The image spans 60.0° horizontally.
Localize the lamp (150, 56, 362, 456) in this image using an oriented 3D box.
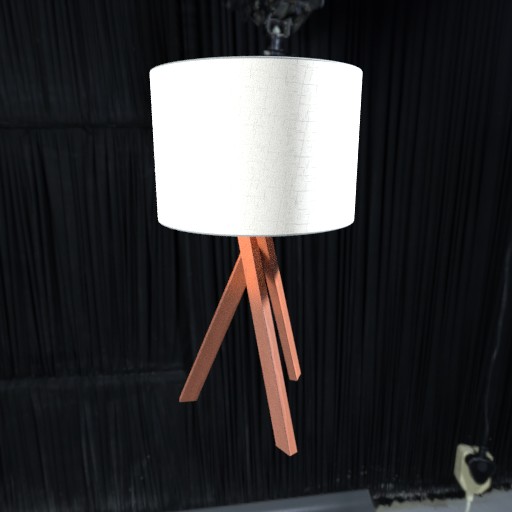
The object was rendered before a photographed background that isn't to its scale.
[{"bbox_3d":[0.000,0.000,0.900,0.380,0.686,0.380,-2,15,-7],"label":"lamp"}]
